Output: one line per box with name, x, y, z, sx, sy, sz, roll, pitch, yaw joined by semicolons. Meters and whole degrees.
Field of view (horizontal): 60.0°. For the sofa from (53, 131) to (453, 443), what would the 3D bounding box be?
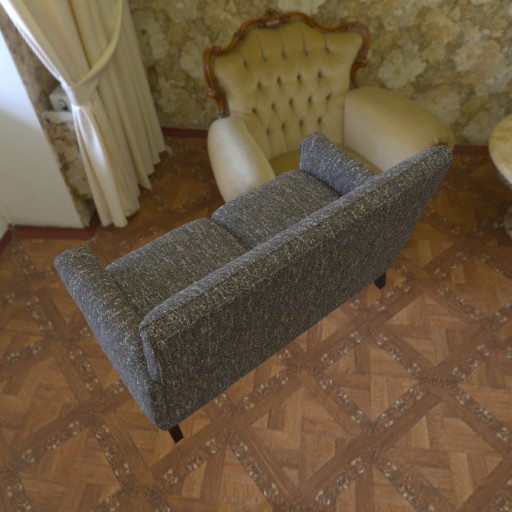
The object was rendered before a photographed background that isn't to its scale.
sofa;0.000;0.000;2.041;1.519;0.946;0.801;-31;55;-25
